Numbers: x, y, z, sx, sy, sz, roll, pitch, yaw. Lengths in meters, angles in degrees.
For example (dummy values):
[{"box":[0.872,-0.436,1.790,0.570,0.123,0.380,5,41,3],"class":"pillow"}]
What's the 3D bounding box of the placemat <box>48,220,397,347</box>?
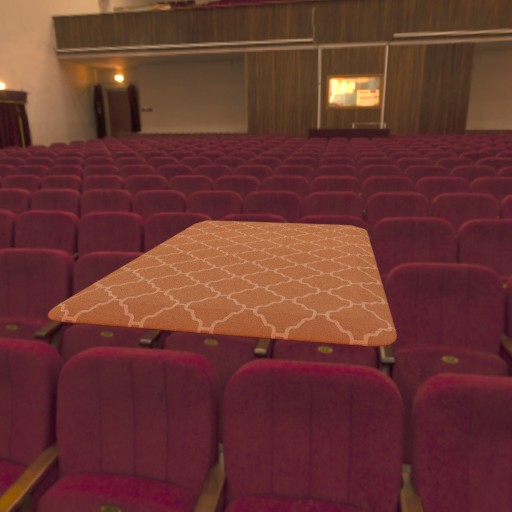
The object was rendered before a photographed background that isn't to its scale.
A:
[{"box":[0.000,0.000,0.959,0.508,0.021,0.762,3,15,10],"class":"placemat"}]
